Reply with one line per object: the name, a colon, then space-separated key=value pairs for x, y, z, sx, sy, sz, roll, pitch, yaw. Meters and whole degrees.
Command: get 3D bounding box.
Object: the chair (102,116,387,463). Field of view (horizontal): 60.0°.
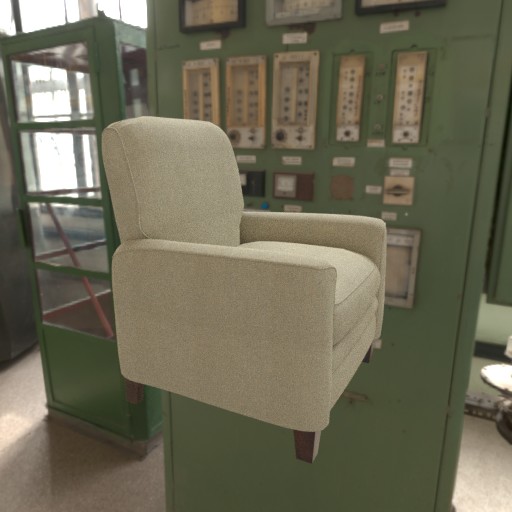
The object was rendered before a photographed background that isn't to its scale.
chair: x=0.000 y=0.000 z=1.666 sx=0.853 sy=1.006 sz=0.850 roll=7 pitch=16 yaw=27
